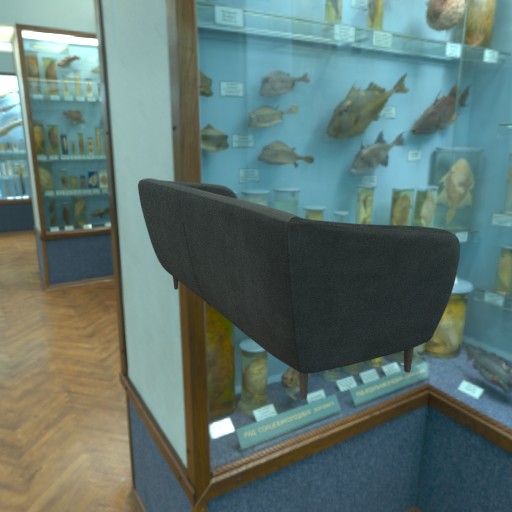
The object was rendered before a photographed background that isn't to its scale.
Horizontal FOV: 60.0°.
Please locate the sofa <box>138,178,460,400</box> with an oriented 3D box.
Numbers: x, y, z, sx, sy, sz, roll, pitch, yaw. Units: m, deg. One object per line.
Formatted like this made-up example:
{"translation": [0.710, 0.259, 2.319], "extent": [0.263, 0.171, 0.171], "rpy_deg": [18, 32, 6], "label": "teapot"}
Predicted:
{"translation": [0.000, 0.000, 2.721], "extent": [0.956, 0.875, 2.296], "rpy_deg": [-8, 16, -28], "label": "sofa"}
